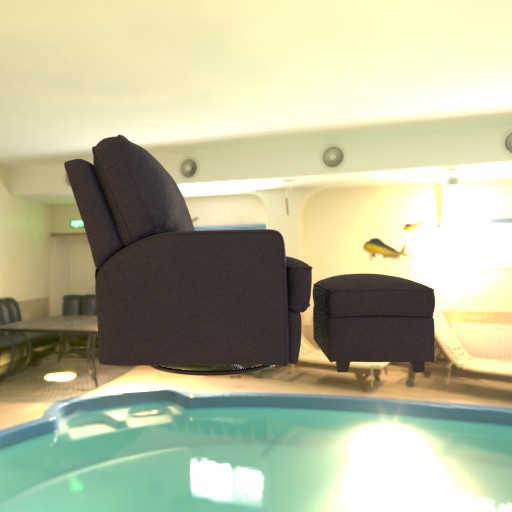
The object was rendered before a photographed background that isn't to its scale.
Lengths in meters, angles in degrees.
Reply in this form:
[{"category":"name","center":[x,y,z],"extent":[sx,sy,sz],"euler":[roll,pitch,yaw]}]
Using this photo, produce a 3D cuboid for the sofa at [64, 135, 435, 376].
[{"category":"sofa","center":[0.000,0.000,2.060],"extent":[1.472,0.959,0.861],"euler":[0,-1,0]}]
